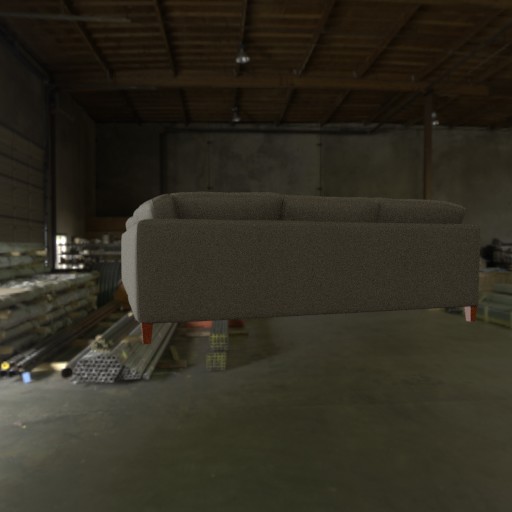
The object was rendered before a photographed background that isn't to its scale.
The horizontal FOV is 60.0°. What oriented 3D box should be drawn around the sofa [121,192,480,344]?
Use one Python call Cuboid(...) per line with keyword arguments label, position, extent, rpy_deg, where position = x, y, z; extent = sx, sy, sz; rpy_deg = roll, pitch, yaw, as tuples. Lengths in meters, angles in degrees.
Cuboid(label="sofa", position=(0.000, 0.000, 4.529), extent=(2.593, 0.947, 3.302), rpy_deg=(0, 2, -18))
